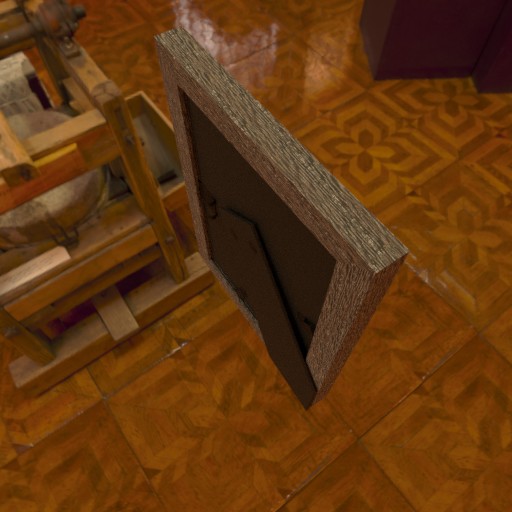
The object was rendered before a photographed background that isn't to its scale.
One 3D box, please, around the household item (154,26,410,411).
[{"bbox_3d":[0.000,0.000,0.275,0.020,0.210,0.160,-31,64,-17],"label":"household item"}]
